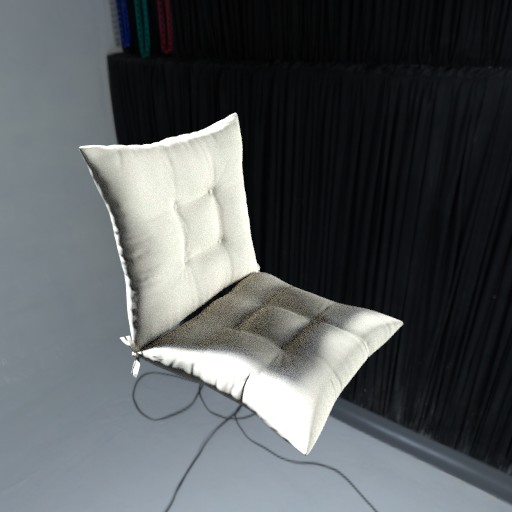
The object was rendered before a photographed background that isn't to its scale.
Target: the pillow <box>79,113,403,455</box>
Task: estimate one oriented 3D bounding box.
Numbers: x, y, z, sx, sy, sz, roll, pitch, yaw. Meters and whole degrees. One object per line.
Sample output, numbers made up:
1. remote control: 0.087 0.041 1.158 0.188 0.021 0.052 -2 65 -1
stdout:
1. pillow: 0.000 0.000 1.028 0.585 0.536 0.541 18 31 31
